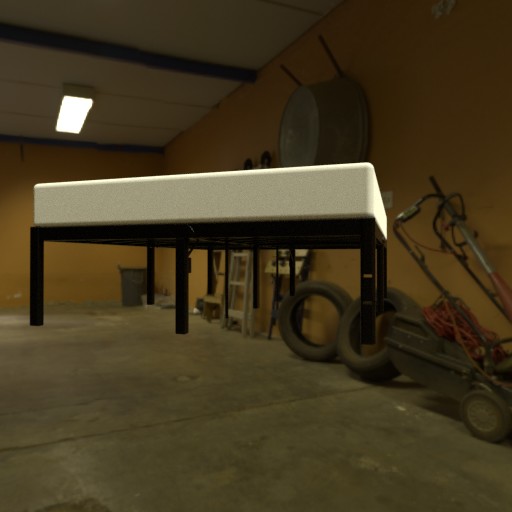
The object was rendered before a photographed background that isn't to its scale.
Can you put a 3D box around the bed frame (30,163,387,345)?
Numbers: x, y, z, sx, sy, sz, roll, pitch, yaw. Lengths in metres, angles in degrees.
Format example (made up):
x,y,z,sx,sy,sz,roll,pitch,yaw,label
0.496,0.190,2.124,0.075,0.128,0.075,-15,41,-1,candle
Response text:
x,y,z,sx,sy,sz,roll,pitch,yaw,label
0.000,0.000,2.794,1.557,0.659,2.072,0,-1,18,bed frame
